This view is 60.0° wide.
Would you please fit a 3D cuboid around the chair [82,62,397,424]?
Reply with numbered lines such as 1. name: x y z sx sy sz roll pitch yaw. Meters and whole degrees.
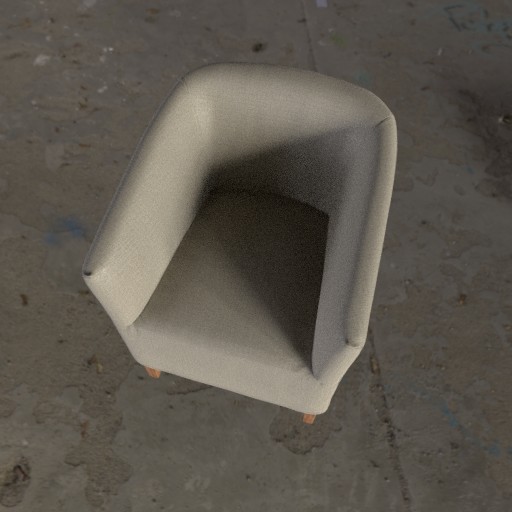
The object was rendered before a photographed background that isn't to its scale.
1. chair: 0.000 0.000 1.260 0.600 0.771 0.668 14 59 8
